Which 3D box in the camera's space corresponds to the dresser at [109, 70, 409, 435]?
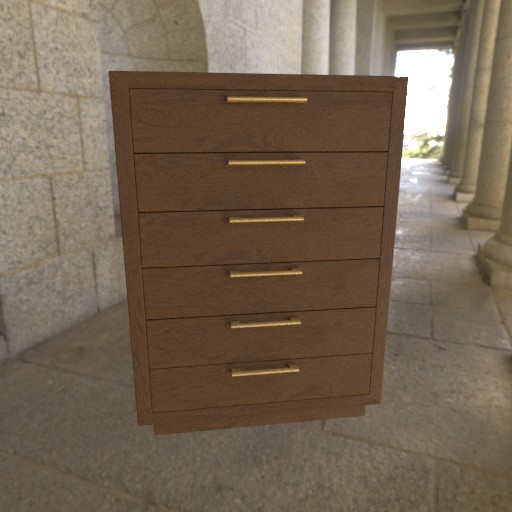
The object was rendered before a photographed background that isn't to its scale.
[{"bbox_3d":[0.000,0.000,1.790,0.964,1.320,0.516,-2,16,-8],"label":"dresser"}]
